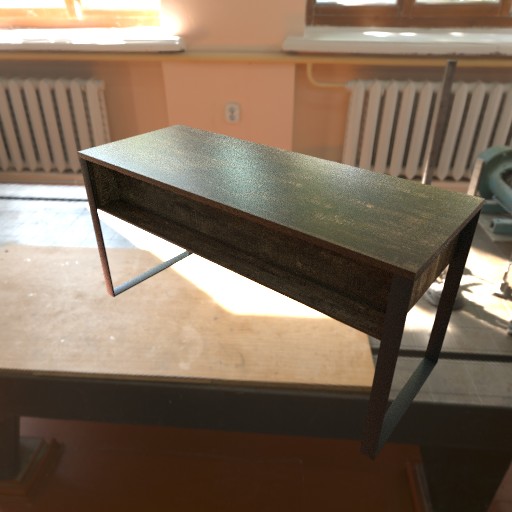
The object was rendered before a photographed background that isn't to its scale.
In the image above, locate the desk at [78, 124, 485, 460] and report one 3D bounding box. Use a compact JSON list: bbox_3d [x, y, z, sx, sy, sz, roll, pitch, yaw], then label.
[{"bbox_3d":[0.000,0.000,1.919,1.524,0.762,0.599,23,38,33],"label":"desk"}]
